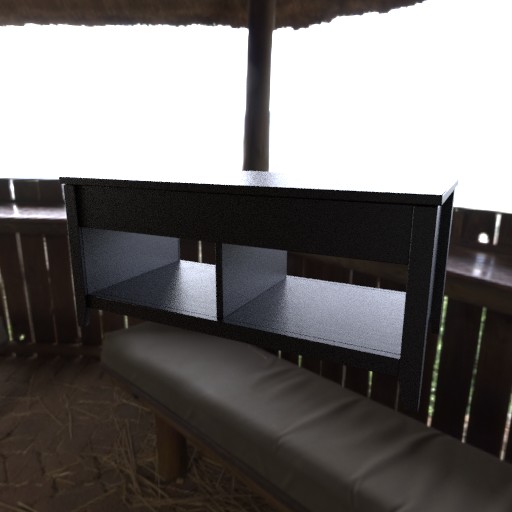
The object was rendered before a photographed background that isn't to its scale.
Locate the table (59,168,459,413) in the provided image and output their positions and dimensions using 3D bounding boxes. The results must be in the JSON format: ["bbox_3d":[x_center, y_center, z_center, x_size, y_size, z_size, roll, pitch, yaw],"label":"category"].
[{"bbox_3d":[0.000,0.000,1.300,1.016,0.457,0.483,7,16,26],"label":"table"}]
